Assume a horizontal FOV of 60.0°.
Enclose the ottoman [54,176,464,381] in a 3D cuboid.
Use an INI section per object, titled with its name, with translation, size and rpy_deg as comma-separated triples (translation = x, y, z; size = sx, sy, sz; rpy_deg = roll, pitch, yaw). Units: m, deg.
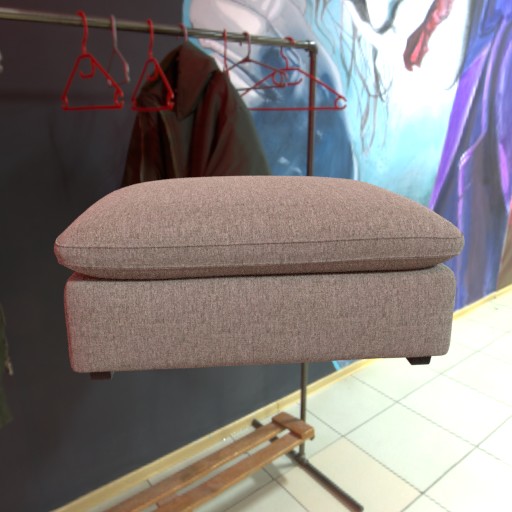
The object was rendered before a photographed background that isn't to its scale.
[ottoman]
translation = 0.000, 0.000, 1.355
size = 0.977, 0.451, 0.694
rpy_deg = -2, 18, -5
